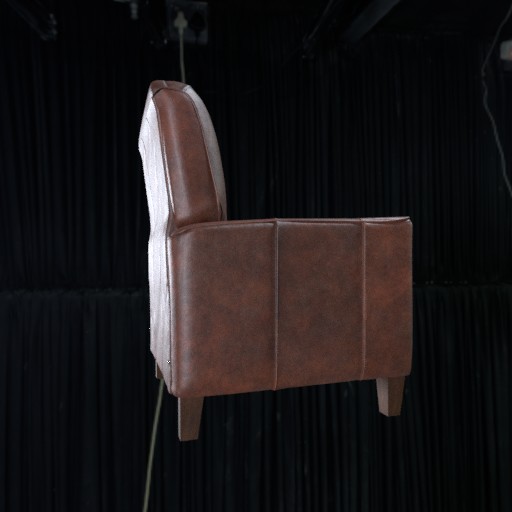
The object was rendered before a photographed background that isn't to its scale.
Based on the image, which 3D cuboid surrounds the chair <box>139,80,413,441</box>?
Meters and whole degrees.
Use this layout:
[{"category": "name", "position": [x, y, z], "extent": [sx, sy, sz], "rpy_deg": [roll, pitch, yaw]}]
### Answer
[{"category": "chair", "position": [0.000, 0.000, 1.678], "extent": [0.836, 1.043, 0.843], "rpy_deg": [0, -1, -18]}]
